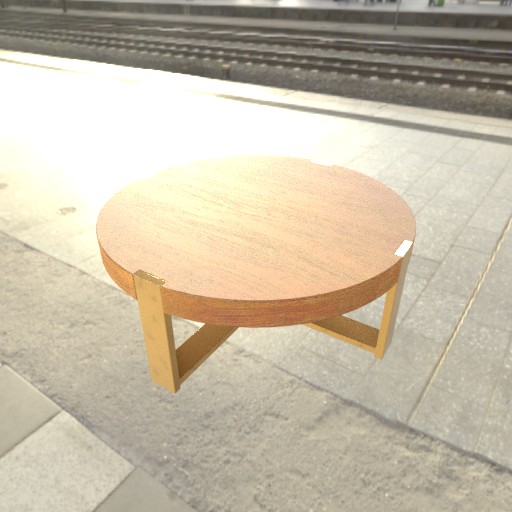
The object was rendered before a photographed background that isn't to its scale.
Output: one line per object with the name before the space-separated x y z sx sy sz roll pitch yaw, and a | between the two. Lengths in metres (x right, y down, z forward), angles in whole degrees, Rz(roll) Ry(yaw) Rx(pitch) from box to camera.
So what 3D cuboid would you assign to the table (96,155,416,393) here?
table | 0.000 0.000 1.708 1.100 0.420 1.100 0 32 0
